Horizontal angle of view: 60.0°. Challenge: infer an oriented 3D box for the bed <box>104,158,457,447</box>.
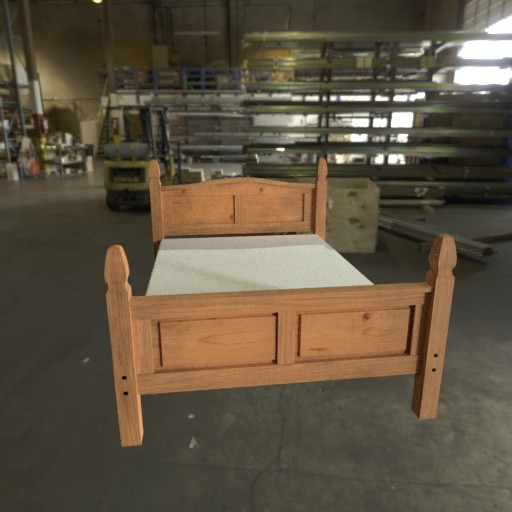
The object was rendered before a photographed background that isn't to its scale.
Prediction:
[{"bbox_3d":[0.000,0.000,2.884,1.490,1.100,2.069,-2,17,-7],"label":"bed"}]
